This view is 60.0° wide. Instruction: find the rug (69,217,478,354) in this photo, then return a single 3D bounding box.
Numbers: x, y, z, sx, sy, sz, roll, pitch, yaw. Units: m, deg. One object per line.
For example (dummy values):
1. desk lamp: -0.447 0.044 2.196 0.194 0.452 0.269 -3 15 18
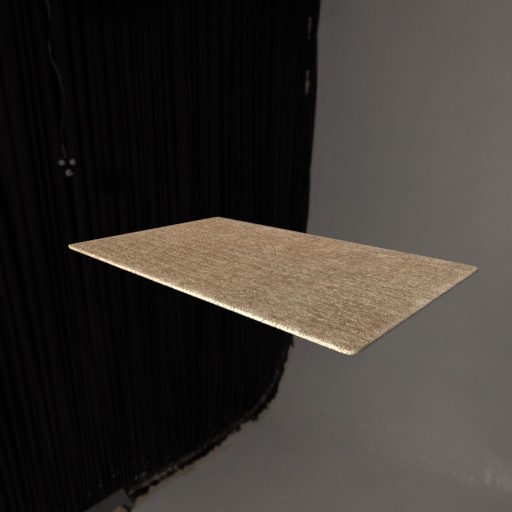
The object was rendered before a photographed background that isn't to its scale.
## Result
1. rug: 0.000 0.000 3.079 2.469 0.024 1.539 14 21 41
